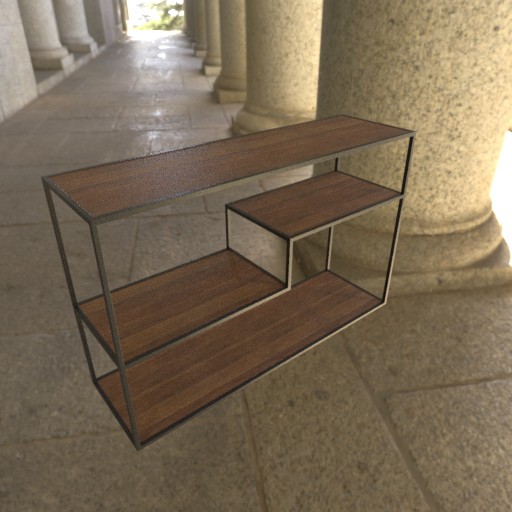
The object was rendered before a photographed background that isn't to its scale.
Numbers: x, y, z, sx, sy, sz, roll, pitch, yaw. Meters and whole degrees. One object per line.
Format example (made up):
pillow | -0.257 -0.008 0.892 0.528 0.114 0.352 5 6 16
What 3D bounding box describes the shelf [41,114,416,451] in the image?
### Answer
shelf | 0.000 0.000 1.585 1.201 0.765 0.361 -22 36 -33
